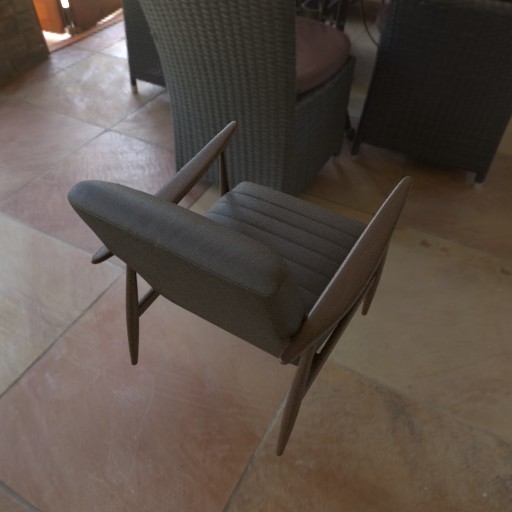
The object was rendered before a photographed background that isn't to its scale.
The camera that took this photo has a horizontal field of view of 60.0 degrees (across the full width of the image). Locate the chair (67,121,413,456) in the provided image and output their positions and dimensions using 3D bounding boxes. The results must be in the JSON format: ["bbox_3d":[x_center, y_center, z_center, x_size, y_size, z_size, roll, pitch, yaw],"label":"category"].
[{"bbox_3d":[0.000,0.000,1.426,0.741,0.831,0.798,24,50,21],"label":"chair"}]
